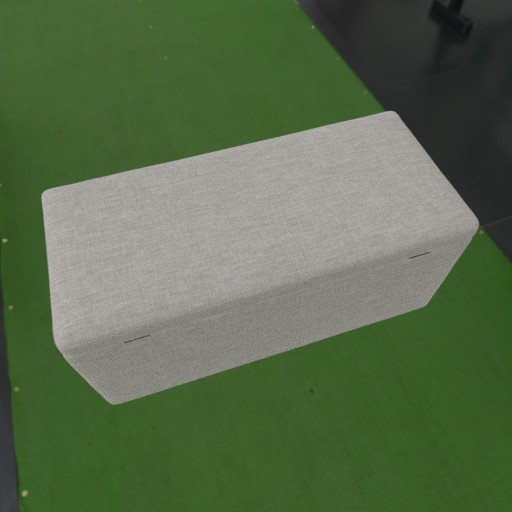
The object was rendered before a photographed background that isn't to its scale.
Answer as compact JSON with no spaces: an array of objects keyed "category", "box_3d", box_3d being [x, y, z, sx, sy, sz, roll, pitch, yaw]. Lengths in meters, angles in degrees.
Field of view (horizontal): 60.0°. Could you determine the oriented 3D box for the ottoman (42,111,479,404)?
[{"category":"ottoman","box_3d":[0.000,0.000,1.117,0.902,0.432,0.419,-15,58,-10]}]
